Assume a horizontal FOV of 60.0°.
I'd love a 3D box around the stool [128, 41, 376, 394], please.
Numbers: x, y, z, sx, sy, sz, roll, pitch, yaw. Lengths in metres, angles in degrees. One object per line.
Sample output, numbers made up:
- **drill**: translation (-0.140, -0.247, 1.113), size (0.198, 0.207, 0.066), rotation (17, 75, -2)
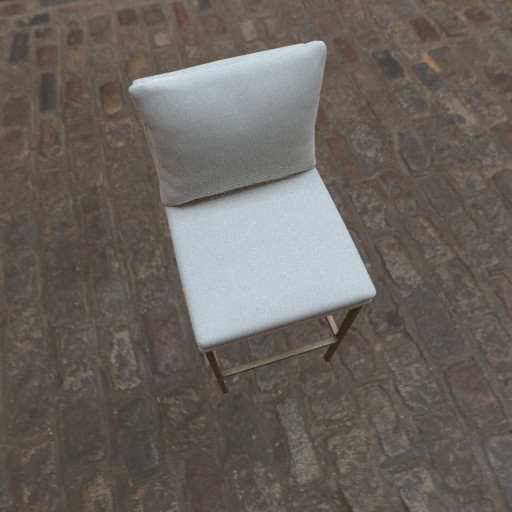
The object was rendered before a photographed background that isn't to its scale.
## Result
- **stool**: translation (0.000, 0.000, 1.365), size (0.463, 1.125, 0.572), rotation (-16, 65, -8)
